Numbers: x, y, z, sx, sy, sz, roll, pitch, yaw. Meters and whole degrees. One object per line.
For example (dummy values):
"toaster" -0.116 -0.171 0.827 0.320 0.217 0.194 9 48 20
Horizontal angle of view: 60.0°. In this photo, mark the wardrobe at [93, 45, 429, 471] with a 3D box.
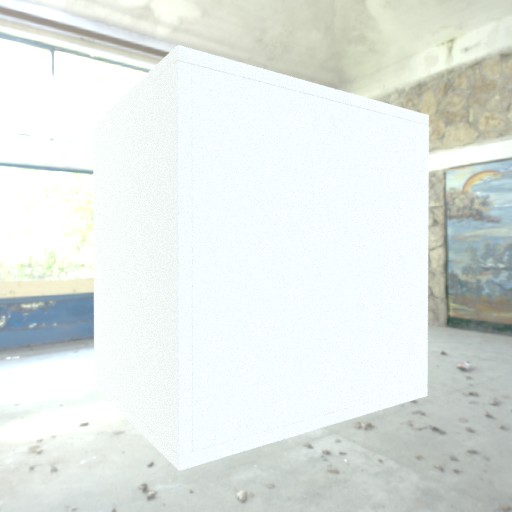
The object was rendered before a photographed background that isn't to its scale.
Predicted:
"wardrobe" 0.000 0.000 0.845 0.500 0.520 0.400 -1 1 -34
